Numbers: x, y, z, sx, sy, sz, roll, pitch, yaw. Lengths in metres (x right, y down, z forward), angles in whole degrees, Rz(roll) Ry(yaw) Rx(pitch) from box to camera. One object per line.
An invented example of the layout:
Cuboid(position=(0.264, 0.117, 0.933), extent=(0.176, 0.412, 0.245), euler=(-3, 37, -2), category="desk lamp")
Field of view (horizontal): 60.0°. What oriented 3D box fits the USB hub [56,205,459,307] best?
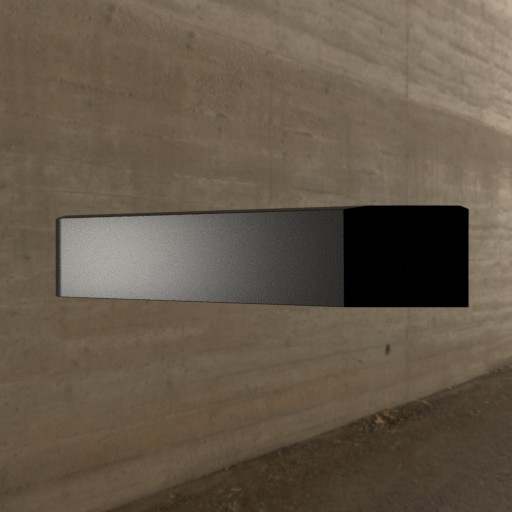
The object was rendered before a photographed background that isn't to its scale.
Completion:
Cuboid(position=(0.000, 0.000, 0.130), extent=(0.110, 0.023, 0.044), euler=(0, 0, 18), category="USB hub")
